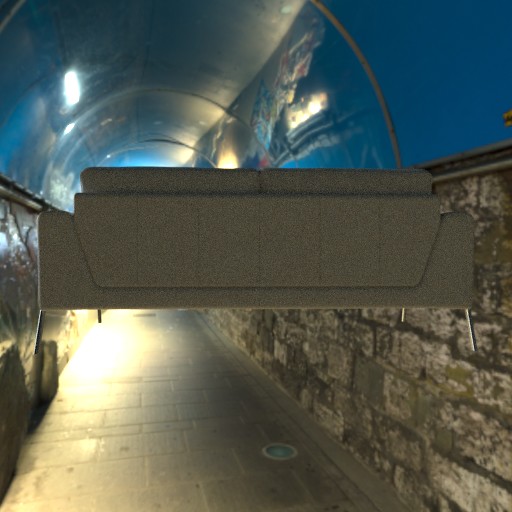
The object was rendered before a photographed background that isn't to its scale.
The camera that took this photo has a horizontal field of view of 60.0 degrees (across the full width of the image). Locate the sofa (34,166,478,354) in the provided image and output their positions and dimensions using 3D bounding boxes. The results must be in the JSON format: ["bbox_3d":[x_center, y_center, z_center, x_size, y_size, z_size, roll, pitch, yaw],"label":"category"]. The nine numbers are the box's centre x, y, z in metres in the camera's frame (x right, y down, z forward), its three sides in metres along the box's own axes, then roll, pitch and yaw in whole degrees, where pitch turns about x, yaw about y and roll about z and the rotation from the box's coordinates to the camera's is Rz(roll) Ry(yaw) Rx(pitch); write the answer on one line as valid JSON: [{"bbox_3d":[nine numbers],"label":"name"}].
[{"bbox_3d":[0.000,0.000,2.473,2.017,0.875,0.953,0,0,-2],"label":"sofa"}]
